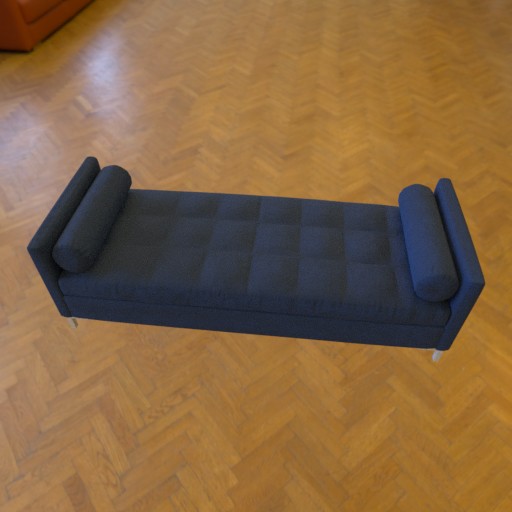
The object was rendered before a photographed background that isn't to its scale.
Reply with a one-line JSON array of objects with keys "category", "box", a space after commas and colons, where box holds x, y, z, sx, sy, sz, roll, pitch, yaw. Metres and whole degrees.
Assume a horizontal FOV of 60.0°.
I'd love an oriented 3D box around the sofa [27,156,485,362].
[{"category": "sofa", "box": [0.000, 0.000, 2.469, 2.102, 0.657, 0.797, 4, 46, 4]}]
